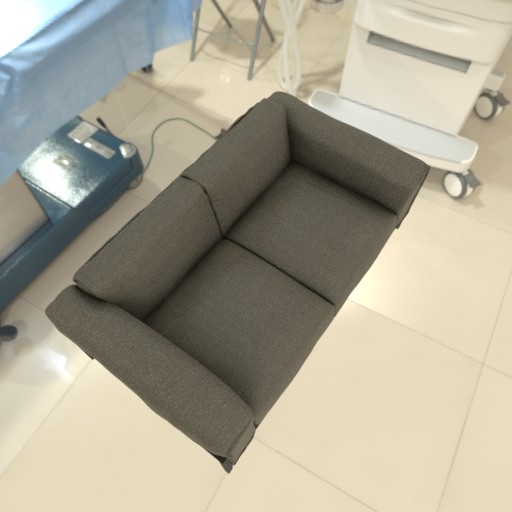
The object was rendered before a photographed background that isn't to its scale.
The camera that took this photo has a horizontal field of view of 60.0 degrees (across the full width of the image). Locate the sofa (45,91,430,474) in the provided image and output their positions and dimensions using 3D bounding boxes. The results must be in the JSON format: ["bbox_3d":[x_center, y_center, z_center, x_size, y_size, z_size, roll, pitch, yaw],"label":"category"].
[{"bbox_3d":[0.000,0.000,2.188,0.960,0.656,1.690,32,65,18],"label":"sofa"}]
